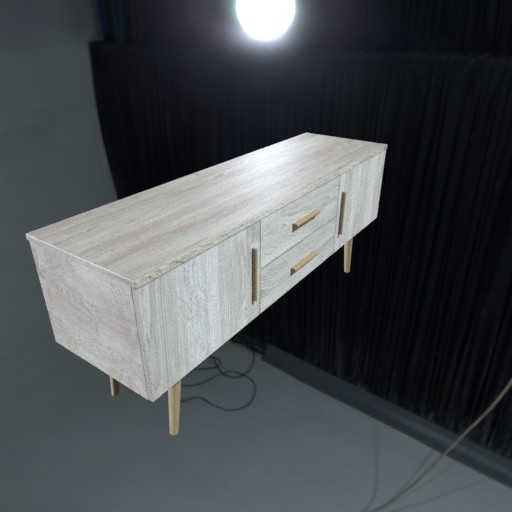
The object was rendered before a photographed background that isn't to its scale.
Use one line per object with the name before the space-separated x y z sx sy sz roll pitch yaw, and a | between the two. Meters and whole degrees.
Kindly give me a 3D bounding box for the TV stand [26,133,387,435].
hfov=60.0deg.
TV stand | 0.000 0.000 1.541 0.401 0.565 1.313 18 33 31
